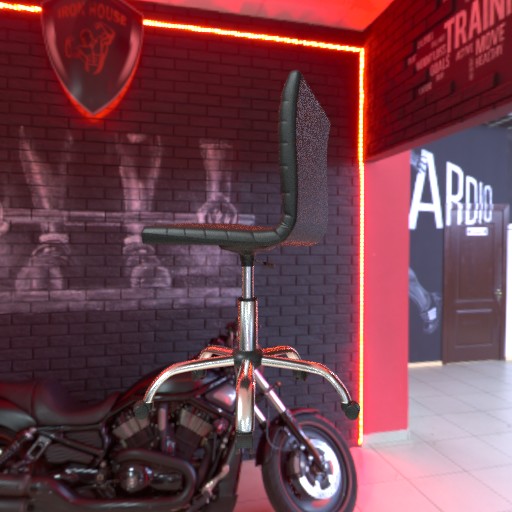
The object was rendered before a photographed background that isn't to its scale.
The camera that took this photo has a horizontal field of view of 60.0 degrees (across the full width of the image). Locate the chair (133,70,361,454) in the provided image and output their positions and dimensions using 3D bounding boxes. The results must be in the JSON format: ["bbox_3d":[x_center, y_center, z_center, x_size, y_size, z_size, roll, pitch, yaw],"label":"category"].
[{"bbox_3d":[0.000,0.000,1.142,0.530,0.780,0.556,0,1,19],"label":"chair"}]
